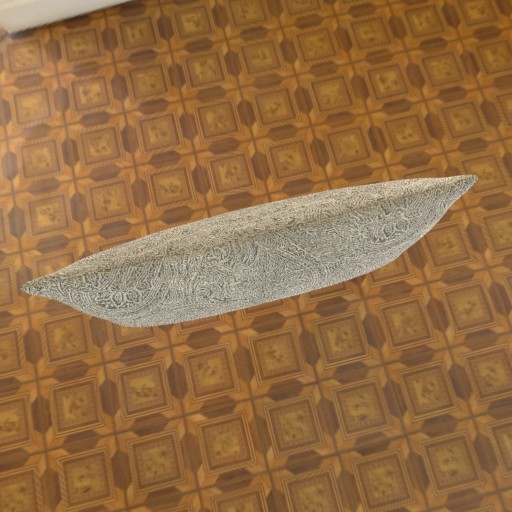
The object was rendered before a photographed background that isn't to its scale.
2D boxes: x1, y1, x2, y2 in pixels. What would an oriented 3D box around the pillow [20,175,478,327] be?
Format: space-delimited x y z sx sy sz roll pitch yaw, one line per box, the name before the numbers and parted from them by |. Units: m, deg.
pillow | 0.000 0.000 0.717 0.615 0.295 0.151 -14 77 -3
